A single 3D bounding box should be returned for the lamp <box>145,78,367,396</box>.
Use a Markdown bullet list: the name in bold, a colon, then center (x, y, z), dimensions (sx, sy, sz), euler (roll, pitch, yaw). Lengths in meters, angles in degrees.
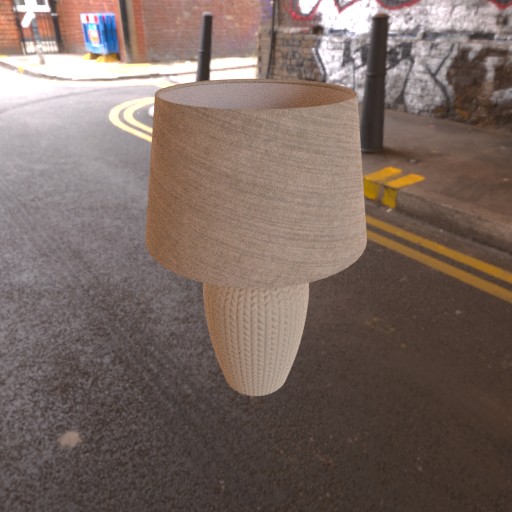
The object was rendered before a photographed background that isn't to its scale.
- **lamp**: center (0.000, 0.000, 0.823), dimensions (0.390, 0.580, 0.390), euler (0, 28, 0)
